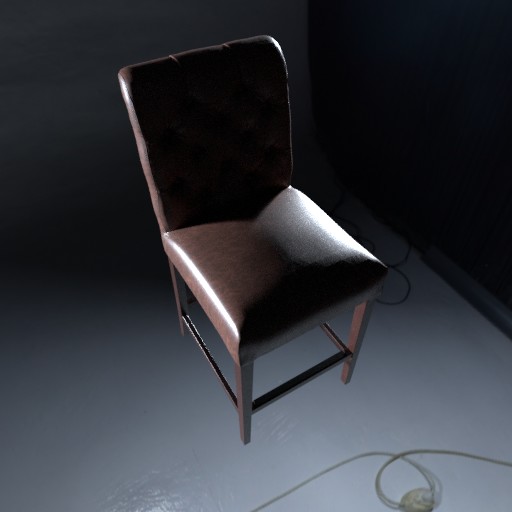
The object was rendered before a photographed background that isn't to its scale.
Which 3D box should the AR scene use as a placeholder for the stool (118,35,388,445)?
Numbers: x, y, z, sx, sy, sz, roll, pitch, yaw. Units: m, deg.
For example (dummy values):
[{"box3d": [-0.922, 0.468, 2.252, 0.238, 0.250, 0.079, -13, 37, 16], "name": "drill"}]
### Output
[{"box3d": [0.000, 0.000, 1.407, 0.486, 1.084, 0.660, -23, 51, -21], "name": "stool"}]
